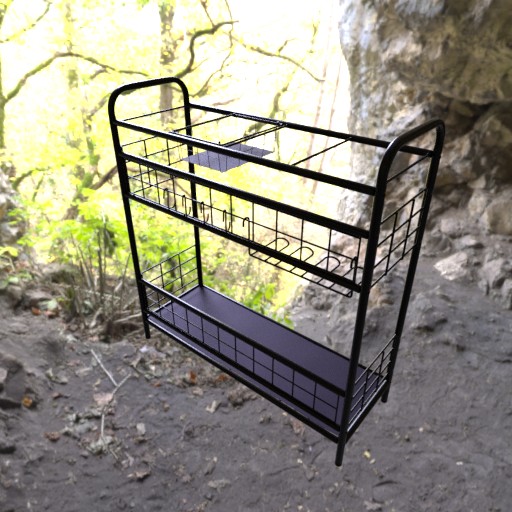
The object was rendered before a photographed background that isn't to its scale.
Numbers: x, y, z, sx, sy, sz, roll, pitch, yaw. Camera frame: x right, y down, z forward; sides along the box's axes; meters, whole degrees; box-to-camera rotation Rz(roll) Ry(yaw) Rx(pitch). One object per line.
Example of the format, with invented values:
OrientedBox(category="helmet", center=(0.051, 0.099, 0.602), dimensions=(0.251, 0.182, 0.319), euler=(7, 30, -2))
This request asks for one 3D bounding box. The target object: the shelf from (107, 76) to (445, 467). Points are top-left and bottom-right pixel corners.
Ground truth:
OrientedBox(category="shelf", center=(0.000, 0.000, 1.499), dimensions=(0.961, 1.026, 0.350), euler=(23, 38, 33))
